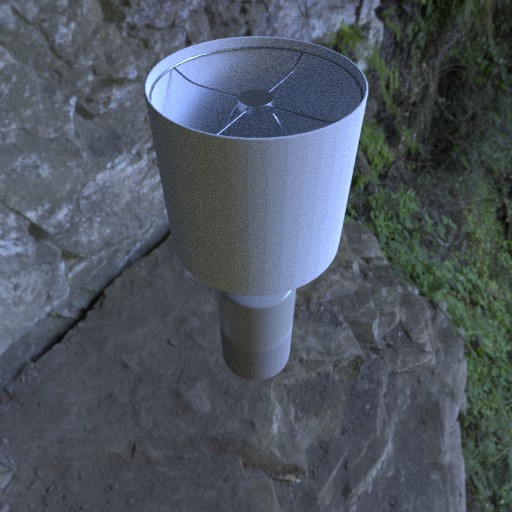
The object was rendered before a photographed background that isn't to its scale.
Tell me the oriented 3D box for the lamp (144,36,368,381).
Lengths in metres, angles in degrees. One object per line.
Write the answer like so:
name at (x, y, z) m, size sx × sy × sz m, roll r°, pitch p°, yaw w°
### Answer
lamp at (0.000, 0.000, 0.603) m, size 0.212 × 0.493 × 0.212 m, roll 23°, pitch 51°, yaw 20°
